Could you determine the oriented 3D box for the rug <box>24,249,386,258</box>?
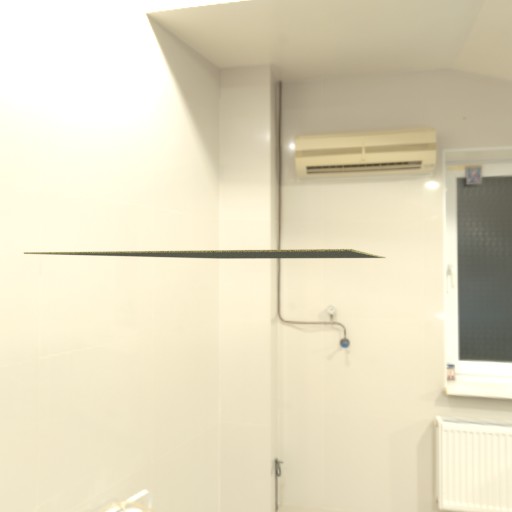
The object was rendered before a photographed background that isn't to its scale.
[{"bbox_3d":[0.000,0.000,2.915,1.529,0.007,2.297,0,-1,19],"label":"rug"}]
